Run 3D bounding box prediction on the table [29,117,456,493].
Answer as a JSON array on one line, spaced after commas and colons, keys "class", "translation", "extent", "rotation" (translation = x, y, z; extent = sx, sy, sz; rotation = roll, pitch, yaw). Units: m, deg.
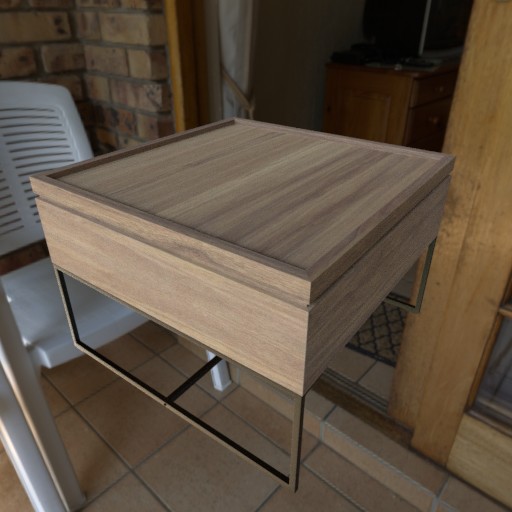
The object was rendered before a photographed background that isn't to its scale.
[{"class": "table", "translation": [0.000, 0.000, 1.099], "extent": [0.676, 0.464, 0.679], "rotation": [20, 36, 31]}]
